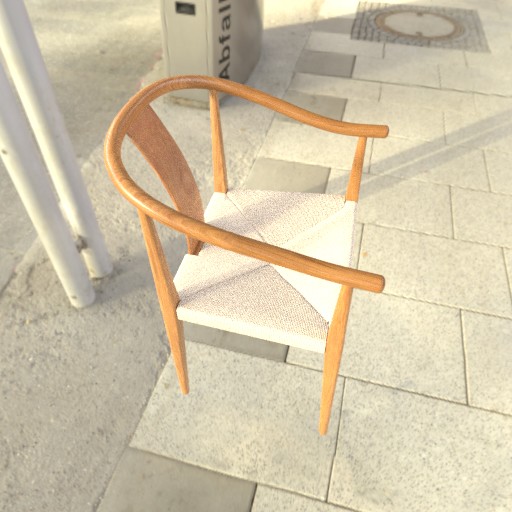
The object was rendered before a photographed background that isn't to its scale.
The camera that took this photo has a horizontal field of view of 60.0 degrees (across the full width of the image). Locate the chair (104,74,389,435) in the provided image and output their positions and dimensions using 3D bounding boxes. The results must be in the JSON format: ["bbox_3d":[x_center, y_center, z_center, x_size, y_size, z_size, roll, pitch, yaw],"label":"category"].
[{"bbox_3d":[0.000,0.000,1.181,0.579,0.800,0.556,9,47,9],"label":"chair"}]
